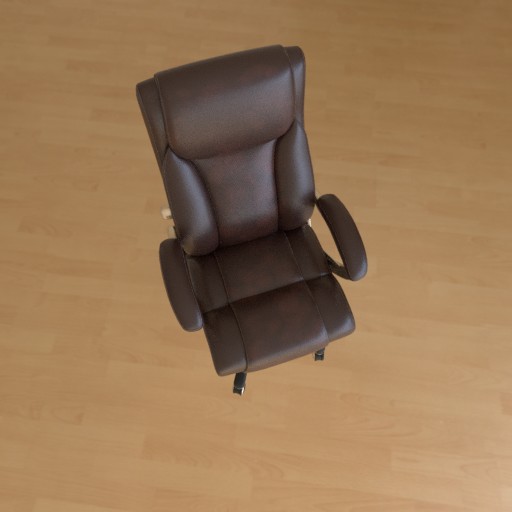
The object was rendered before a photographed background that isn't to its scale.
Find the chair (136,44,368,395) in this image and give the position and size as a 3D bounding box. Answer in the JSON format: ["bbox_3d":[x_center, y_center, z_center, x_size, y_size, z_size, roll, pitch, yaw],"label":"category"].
[{"bbox_3d":[0.000,0.000,1.614,0.692,1.194,0.749,-17,66,-7],"label":"chair"}]
